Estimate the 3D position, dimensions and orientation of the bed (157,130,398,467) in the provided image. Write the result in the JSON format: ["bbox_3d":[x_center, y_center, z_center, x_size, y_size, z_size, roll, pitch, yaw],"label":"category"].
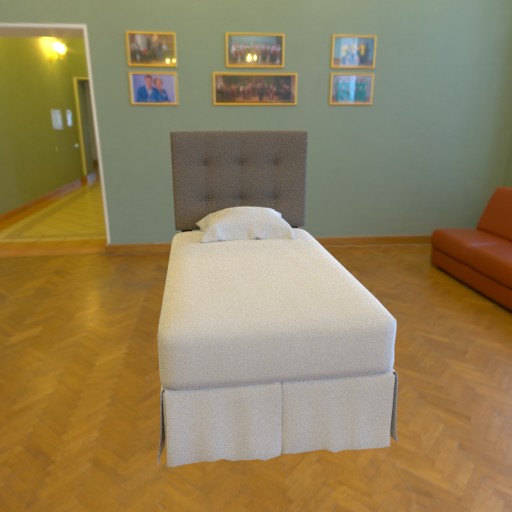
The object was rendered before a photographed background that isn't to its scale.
[{"bbox_3d":[0.000,0.000,2.963,1.261,1.571,1.997,-2,17,-8],"label":"bed"}]
